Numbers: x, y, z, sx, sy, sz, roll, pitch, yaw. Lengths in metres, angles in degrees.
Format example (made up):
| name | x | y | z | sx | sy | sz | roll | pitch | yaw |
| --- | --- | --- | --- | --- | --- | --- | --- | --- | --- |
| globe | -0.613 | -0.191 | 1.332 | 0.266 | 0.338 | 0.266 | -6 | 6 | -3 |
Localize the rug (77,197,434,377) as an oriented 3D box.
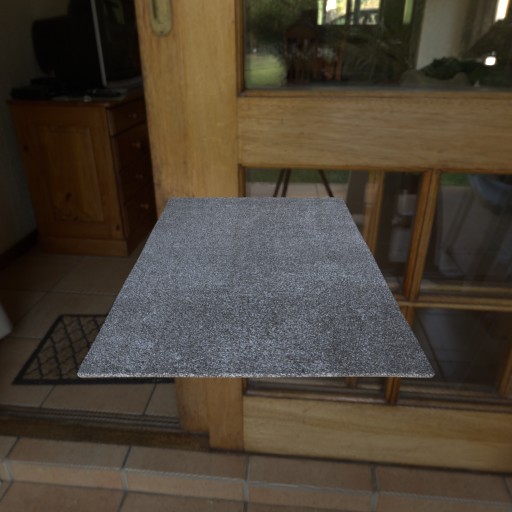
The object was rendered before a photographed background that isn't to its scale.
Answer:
| name | x | y | z | sx | sy | sz | roll | pitch | yaw |
| --- | --- | --- | --- | --- | --- | --- | --- | --- | --- |
| rug | 0.000 | 0.000 | 3.434 | 1.802 | 0.026 | 2.699 | 0 | 27 | 0 |
